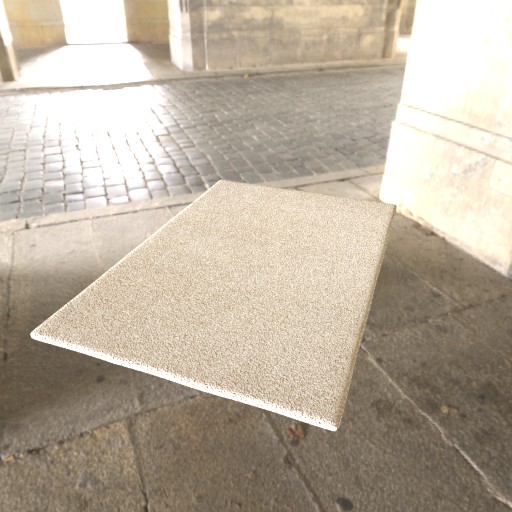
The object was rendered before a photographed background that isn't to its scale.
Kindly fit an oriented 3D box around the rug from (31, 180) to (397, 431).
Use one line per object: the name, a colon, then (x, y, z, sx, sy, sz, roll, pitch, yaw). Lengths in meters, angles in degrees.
rug: (0.000, 0.000, 2.258, 1.219, 0.030, 1.778, 11, 33, 18)
